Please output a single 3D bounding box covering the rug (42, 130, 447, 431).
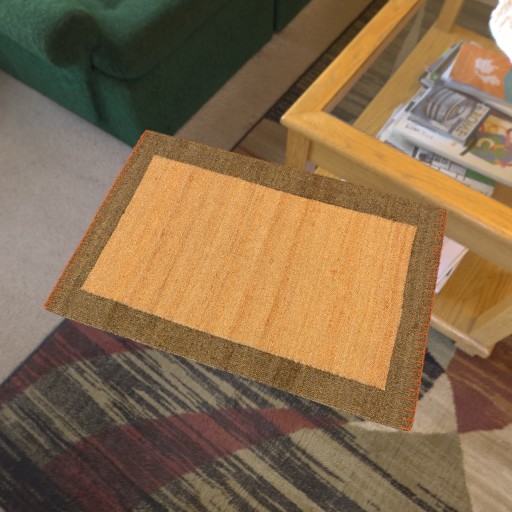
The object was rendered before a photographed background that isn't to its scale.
[{"bbox_3d":[0.000,0.000,2.306,1.838,0.019,1.220,17,65,8],"label":"rug"}]
